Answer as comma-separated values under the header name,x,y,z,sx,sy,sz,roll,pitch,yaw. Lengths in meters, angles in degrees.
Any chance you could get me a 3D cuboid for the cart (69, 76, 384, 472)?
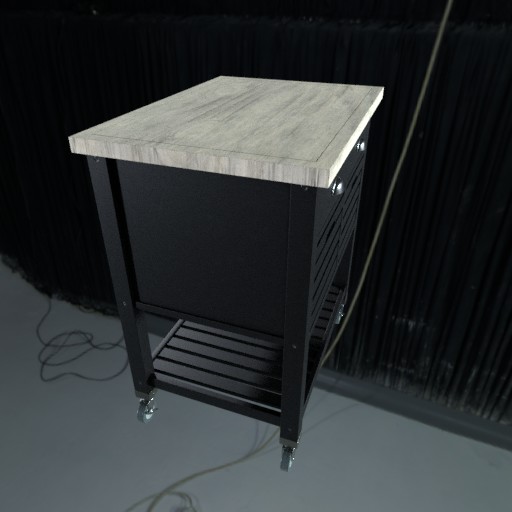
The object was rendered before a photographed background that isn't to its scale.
name,x,y,z,sx,sy,sz,roll,pitch,yaw
cart,0.000,0.000,1.412,0.567,0.920,0.797,11,33,17
